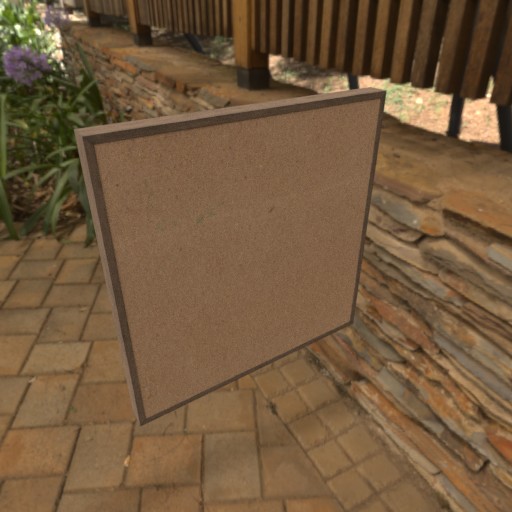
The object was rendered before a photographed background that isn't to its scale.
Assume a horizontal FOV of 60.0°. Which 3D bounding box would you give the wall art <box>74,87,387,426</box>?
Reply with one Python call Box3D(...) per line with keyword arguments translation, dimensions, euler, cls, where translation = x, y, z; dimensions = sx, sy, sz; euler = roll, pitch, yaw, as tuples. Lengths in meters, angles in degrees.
Box3D(translation=(0.000, 0.000, 0.778), dimensions=(0.508, 0.508, 0.038), euler=(-19, 36, -28), cls="wall art")
